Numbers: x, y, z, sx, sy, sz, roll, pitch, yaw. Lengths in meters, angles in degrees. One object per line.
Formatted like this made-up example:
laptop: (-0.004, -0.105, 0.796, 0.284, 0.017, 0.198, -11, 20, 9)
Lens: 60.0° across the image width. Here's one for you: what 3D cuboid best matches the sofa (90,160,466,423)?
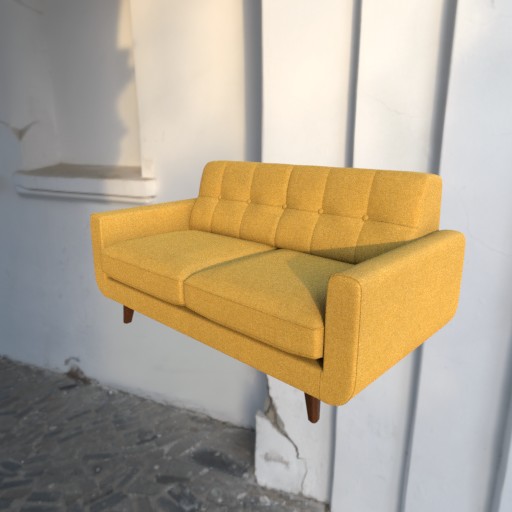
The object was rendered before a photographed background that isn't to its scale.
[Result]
sofa: (0.000, 0.000, 2.145, 1.631, 0.841, 0.909, 14, 21, 41)
